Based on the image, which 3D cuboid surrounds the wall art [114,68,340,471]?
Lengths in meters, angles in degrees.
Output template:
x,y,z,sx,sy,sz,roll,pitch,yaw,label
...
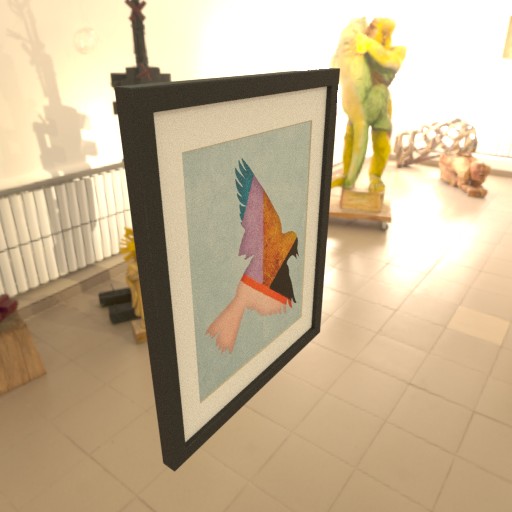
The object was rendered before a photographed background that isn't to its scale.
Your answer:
x,y,z,sx,sy,sz,roll,pitch,yaw,label
0.000,0.000,0.736,0.028,0.558,0.457,18,31,33,wall art
